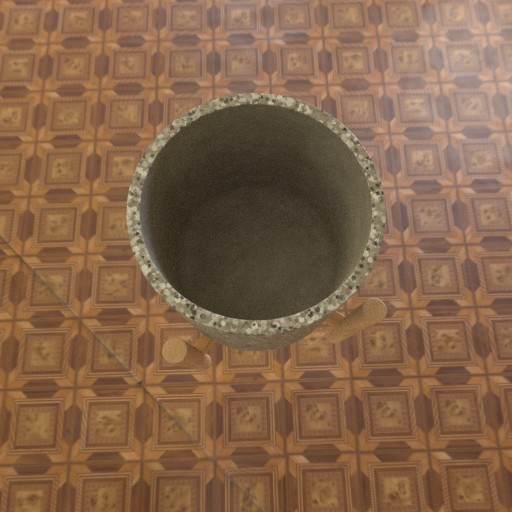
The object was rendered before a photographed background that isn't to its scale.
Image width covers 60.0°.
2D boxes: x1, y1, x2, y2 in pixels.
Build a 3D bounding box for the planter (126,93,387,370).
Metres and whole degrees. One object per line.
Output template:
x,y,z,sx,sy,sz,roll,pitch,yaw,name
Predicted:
0.000,0.000,0.534,0.284,0.320,0.284,-33,77,-9,planter
